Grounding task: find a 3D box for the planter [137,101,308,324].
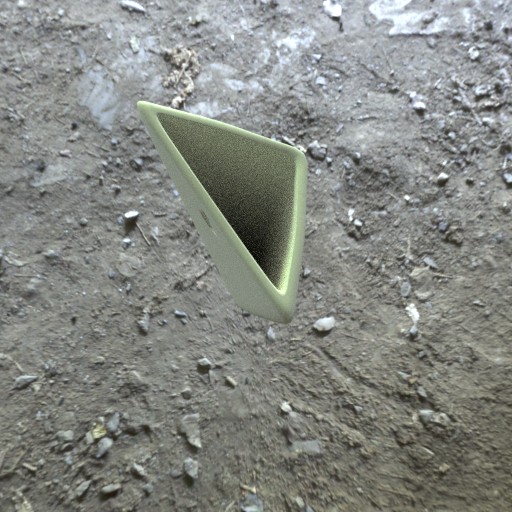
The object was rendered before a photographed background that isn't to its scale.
[{"bbox_3d":[0.000,0.000,0.390,0.065,0.338,0.143,-33,78,-8],"label":"planter"}]
